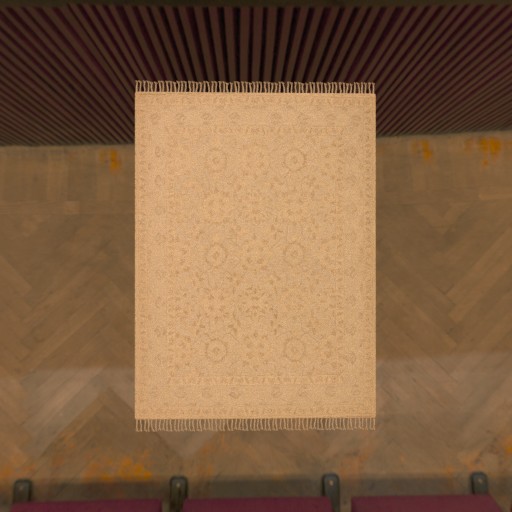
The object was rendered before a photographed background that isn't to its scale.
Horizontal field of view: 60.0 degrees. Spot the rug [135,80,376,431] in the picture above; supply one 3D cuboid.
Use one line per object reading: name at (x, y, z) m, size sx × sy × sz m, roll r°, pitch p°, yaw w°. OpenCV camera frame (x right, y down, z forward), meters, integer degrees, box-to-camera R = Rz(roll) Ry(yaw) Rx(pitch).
rug at (0.000, 0.000, 2.254) m, size 1.223 × 0.015 × 1.771 m, roll 0°, pitch 90°, yaw -1°
